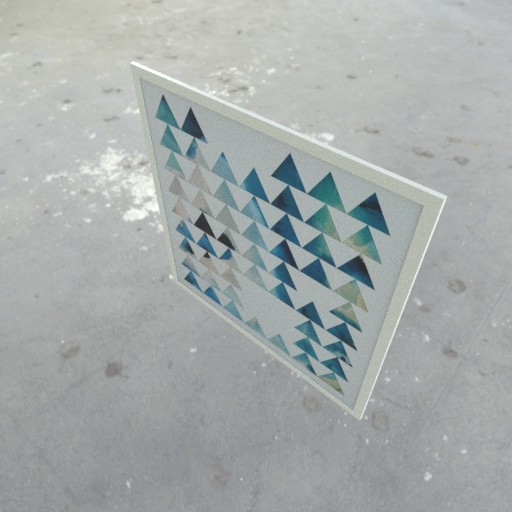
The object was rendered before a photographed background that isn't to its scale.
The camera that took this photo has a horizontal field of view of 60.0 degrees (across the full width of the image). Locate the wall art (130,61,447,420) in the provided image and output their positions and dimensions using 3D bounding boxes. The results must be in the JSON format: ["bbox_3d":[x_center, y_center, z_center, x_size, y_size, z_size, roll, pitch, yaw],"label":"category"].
[{"bbox_3d":[0.000,0.000,1.186,0.809,0.809,0.012,32,54,28],"label":"wall art"}]
